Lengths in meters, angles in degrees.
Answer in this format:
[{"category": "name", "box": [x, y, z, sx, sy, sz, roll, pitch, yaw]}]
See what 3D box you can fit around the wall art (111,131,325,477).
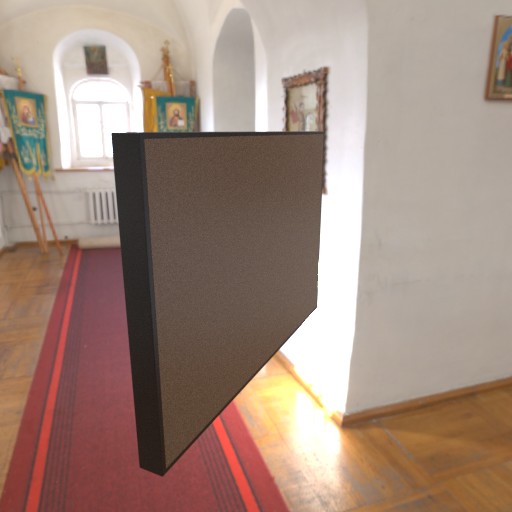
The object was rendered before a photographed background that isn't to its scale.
[{"category": "wall art", "box": [0.000, 0.000, 1.185, 0.058, 0.640, 0.939, 8, 17, 25]}]
